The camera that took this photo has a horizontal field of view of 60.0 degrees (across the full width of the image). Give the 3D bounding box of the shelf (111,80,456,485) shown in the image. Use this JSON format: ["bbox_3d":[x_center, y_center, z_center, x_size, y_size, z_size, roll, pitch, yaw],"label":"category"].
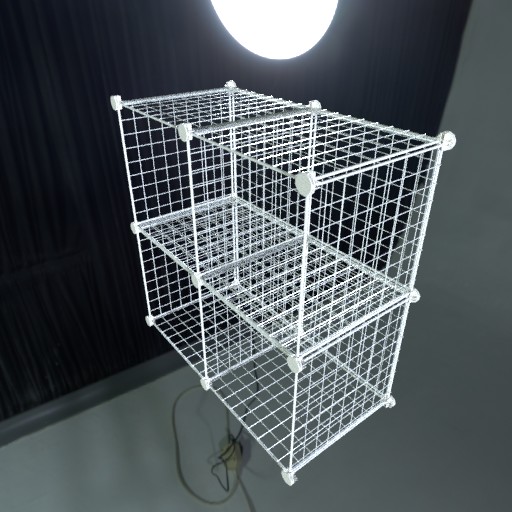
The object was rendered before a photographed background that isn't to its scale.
[{"bbox_3d":[0.000,0.000,1.116,0.356,0.711,0.711,-21,37,-32],"label":"shelf"}]
